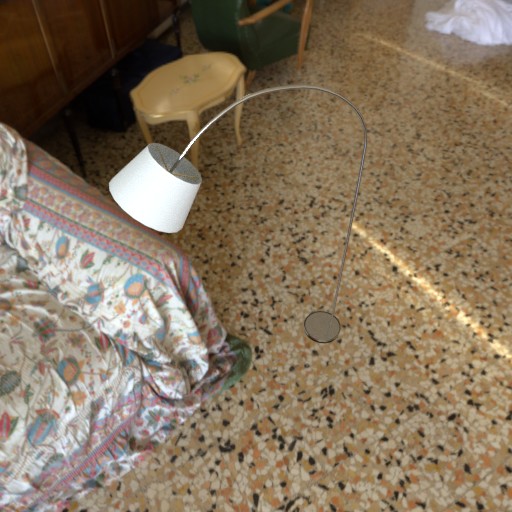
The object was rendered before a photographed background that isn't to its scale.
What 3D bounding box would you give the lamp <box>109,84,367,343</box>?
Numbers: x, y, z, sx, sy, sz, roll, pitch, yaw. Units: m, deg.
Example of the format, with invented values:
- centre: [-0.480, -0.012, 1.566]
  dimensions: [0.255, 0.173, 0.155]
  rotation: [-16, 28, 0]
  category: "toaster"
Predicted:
- centre: [0.000, 0.000, 2.719]
  dimensions: [1.445, 2.098, 0.406]
  rotation: [-16, 47, -15]
  category: "lamp"
